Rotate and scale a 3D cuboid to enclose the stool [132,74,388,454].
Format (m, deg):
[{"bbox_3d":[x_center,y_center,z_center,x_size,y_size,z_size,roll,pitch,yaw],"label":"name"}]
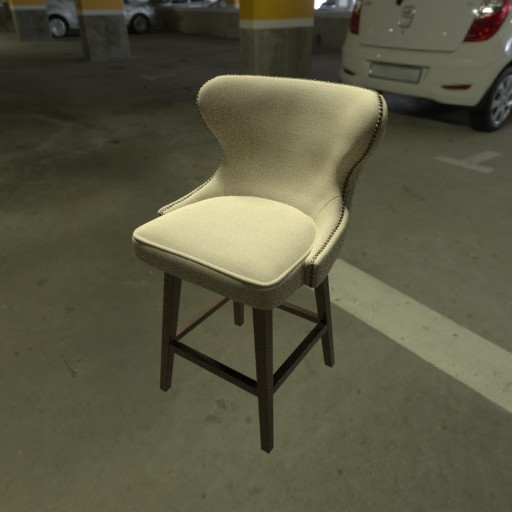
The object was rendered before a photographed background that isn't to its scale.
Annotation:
[{"bbox_3d":[0.000,0.000,1.379,0.615,0.972,0.597,19,35,29],"label":"stool"}]
